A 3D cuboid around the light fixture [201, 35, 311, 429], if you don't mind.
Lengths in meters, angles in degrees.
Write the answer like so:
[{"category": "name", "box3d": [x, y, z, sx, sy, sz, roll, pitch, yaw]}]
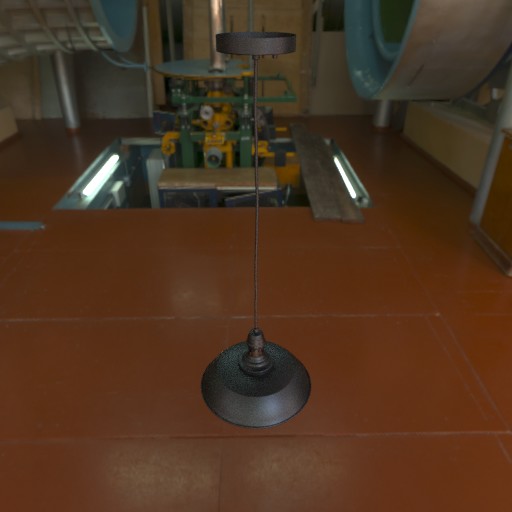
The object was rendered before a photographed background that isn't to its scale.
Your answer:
[{"category": "light fixture", "box3d": [0.000, 0.000, 1.109, 0.331, 0.993, 0.331, 18, 35, 28]}]
